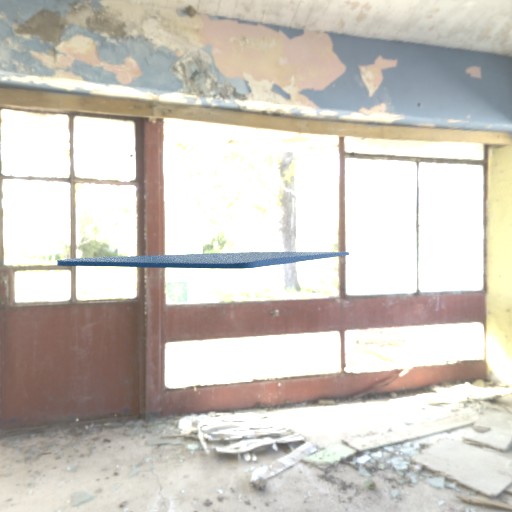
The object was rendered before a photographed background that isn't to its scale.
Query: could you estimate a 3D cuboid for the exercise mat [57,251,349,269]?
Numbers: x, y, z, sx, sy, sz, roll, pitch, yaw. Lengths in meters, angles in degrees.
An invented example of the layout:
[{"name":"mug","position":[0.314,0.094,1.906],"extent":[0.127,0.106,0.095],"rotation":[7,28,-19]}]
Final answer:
[{"name":"exercise mat","position":[0.000,0.000,2.050],"extent":[0.616,0.021,1.869],"rotation":[0,1,20]}]
